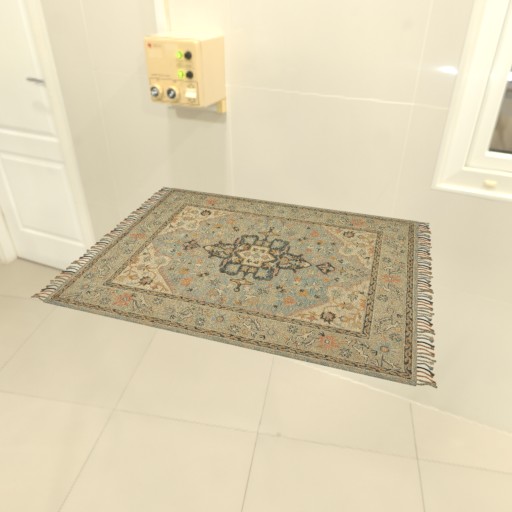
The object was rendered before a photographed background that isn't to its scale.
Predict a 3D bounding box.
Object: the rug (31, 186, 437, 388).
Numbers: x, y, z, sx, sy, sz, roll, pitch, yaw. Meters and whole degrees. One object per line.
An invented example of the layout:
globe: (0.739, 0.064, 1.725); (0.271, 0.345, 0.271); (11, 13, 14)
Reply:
rug: (0.000, 0.000, 2.279); (1.730, 0.009, 1.278); (10, 34, 15)
